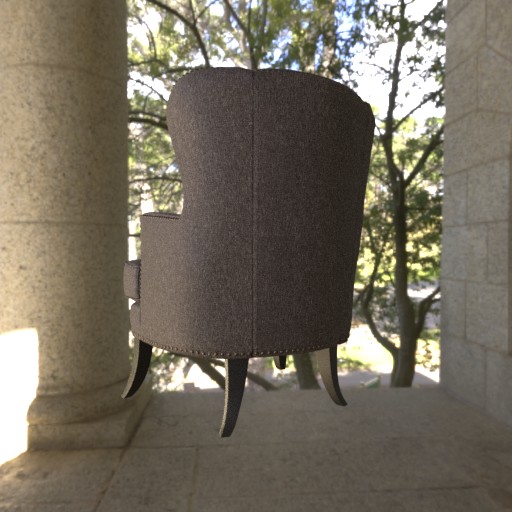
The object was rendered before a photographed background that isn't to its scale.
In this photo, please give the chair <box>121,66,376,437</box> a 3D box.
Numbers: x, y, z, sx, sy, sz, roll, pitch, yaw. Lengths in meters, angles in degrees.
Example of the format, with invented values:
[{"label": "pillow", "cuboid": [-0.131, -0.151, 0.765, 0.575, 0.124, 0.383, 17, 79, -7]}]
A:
[{"label": "chair", "cuboid": [0.000, 0.000, 1.595, 0.759, 1.060, 0.758, 0, 0, -34]}]
